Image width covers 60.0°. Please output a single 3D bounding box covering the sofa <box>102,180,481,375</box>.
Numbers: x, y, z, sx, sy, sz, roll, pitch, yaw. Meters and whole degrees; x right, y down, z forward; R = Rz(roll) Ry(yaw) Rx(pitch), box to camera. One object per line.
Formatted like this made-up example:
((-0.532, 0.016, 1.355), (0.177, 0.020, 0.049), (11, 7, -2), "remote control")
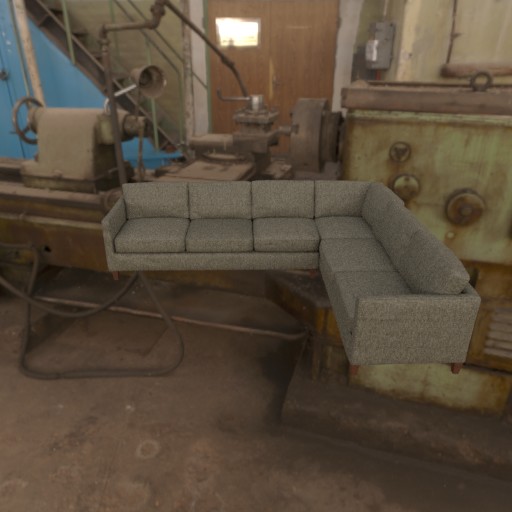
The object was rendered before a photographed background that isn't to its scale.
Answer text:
((0.000, 0.000, 4.459), (3.302, 0.947, 2.593), (0, 26, -1), "sofa")
